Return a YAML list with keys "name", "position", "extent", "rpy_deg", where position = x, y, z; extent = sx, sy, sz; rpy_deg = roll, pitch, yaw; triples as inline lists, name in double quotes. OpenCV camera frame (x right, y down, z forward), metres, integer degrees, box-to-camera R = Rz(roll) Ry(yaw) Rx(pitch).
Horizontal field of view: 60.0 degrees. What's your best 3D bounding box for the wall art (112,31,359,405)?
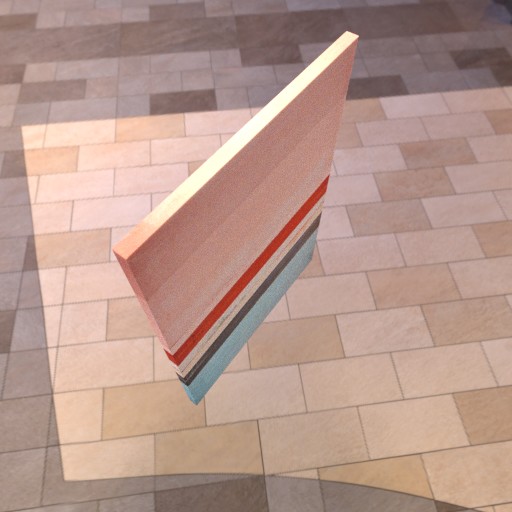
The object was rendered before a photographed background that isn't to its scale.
- name: "wall art"
  position: [0.000, 0.000, 1.320]
  extent: [0.039, 1.016, 0.761]
  rpy_deg: [32, 64, 18]
